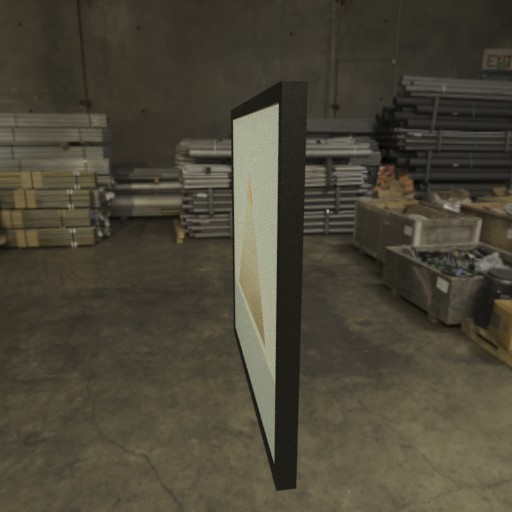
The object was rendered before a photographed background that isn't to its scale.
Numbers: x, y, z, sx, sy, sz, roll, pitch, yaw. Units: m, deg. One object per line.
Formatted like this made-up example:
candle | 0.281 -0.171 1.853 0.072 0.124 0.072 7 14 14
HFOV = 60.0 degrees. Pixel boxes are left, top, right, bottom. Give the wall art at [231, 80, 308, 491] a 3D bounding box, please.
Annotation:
wall art | 0.000 0.000 1.155 0.042 0.766 0.769 -2 15 -9
